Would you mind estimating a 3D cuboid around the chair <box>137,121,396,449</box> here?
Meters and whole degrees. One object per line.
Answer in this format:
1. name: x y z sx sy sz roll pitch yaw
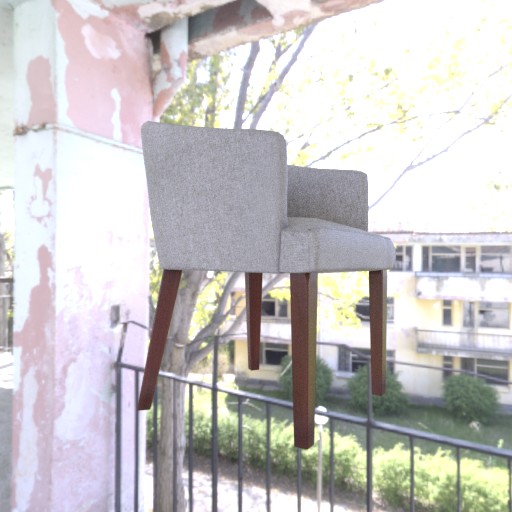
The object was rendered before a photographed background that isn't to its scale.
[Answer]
1. chair: 0.000 0.000 1.285 0.655 0.811 0.583 -1 -1 34
